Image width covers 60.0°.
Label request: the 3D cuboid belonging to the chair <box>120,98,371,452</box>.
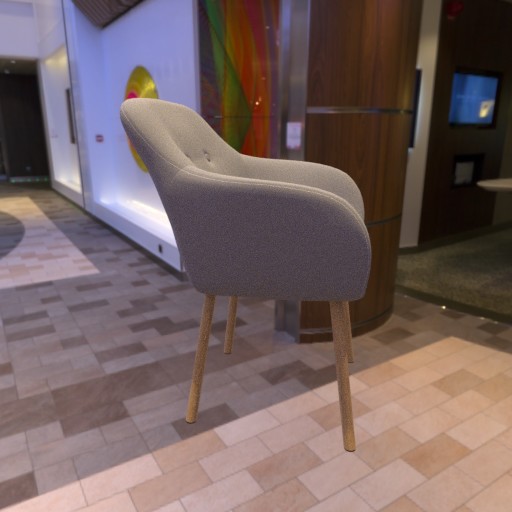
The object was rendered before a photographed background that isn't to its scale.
[{"bbox_3d":[0.000,0.000,1.231,0.590,0.830,0.570,3,17,11],"label":"chair"}]
